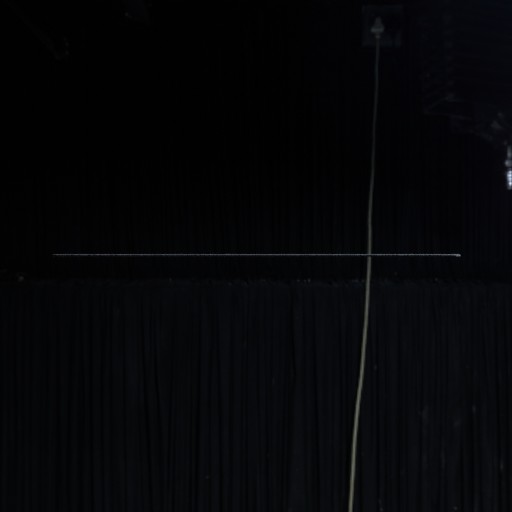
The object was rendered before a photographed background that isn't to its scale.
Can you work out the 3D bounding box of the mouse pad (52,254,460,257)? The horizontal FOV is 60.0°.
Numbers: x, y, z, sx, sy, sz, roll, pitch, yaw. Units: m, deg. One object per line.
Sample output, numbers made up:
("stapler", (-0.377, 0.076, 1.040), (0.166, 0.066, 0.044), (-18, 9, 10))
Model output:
("mouse pad", (0.000, 0.000, 0.631), (0.393, 0.002, 0.451), (0, 0, 0))
